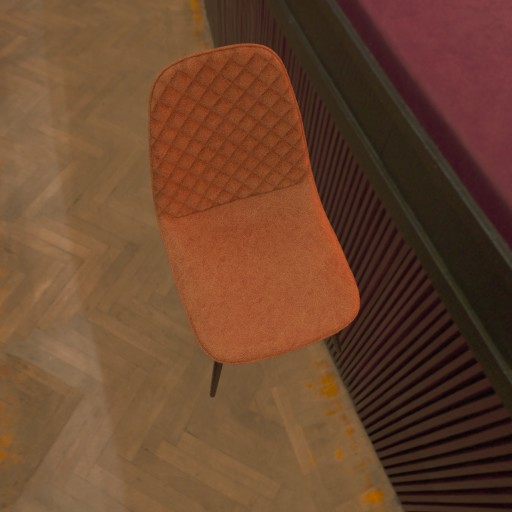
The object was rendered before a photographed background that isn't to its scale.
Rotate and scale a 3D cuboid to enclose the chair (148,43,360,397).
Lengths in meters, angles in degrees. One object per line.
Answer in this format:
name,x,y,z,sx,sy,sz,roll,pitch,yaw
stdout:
chair,0.000,0.000,1.204,0.472,0.889,0.561,-17,63,-9
